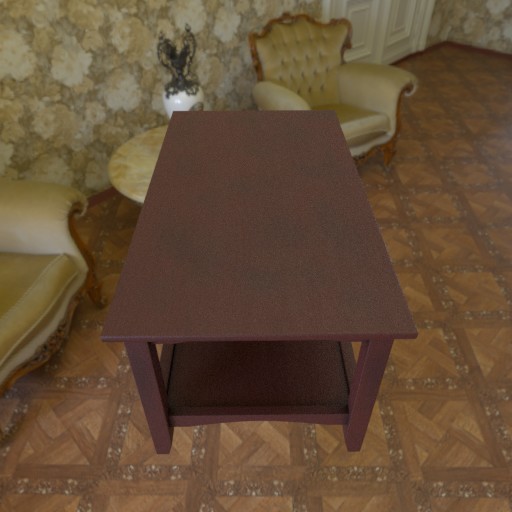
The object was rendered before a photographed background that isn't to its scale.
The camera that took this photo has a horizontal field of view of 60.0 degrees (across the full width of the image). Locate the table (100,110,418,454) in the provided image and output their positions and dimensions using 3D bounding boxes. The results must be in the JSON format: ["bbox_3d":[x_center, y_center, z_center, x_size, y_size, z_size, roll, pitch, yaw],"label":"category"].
[{"bbox_3d":[0.000,0.000,1.244,0.533,0.456,0.943,-1,40,-1],"label":"table"}]
